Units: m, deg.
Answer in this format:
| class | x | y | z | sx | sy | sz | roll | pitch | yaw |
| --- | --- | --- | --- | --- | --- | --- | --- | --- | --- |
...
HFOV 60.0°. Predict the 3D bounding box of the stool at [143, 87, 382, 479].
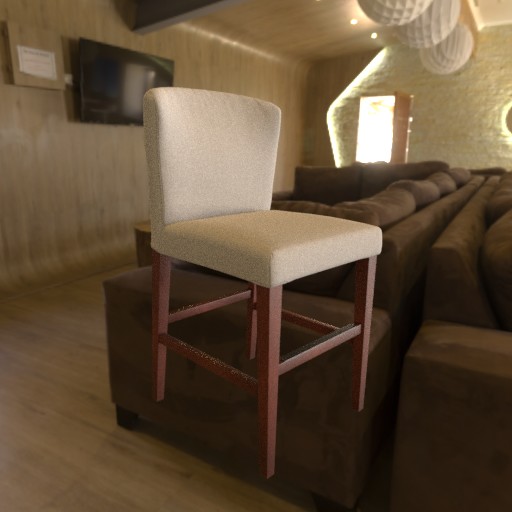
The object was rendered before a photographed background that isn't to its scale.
| class | x | y | z | sx | sy | sz | roll | pitch | yaw |
| --- | --- | --- | --- | --- | --- | --- | --- | --- | --- |
| stool | 0.000 | 0.000 | 1.300 | 0.479 | 0.968 | 0.568 | -13 | 19 | -43 |
